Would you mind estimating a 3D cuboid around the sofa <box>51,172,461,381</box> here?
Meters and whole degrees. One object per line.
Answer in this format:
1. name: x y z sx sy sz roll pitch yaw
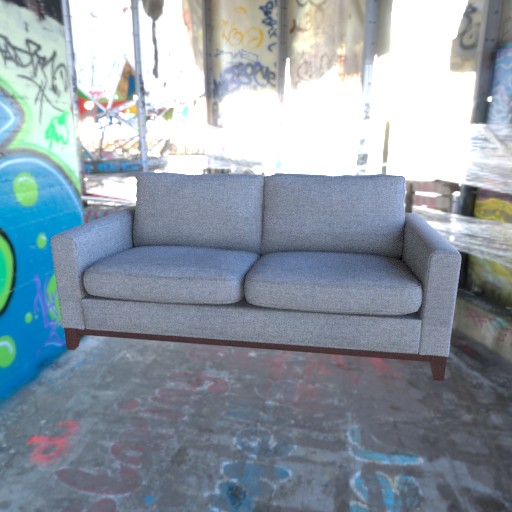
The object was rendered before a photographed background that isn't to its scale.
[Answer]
1. sofa: 0.000 0.000 2.537 1.978 0.892 0.969 3 16 9
